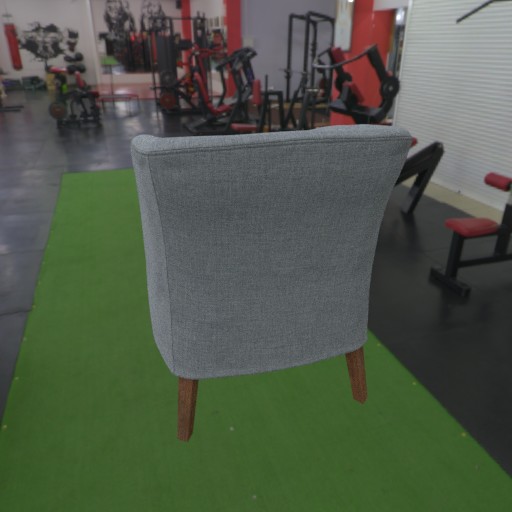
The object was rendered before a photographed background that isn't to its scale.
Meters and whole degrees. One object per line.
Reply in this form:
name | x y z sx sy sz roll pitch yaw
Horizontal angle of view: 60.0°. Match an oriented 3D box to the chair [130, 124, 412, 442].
chair | 0.000 0.000 1.227 0.600 0.771 0.668 -7 26 -14
